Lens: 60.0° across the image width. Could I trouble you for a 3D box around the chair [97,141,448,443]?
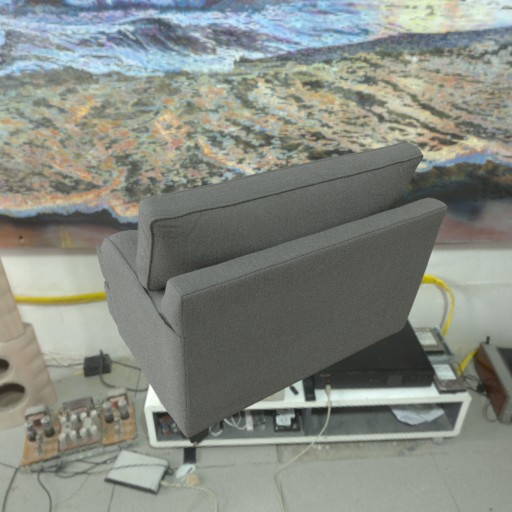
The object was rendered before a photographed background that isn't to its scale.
[{"bbox_3d":[0.000,0.000,2.027,1.220,1.016,1.041,-18,34,-28],"label":"chair"}]
